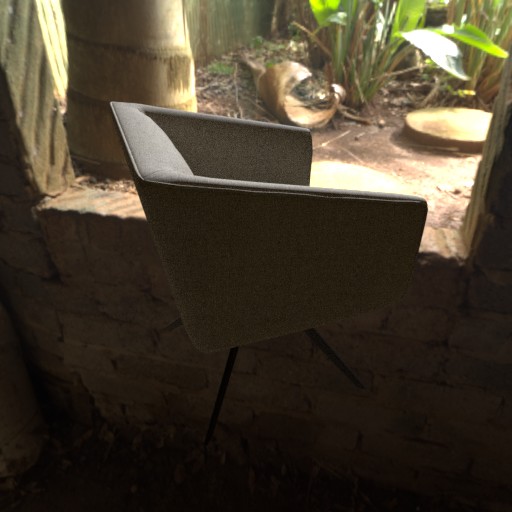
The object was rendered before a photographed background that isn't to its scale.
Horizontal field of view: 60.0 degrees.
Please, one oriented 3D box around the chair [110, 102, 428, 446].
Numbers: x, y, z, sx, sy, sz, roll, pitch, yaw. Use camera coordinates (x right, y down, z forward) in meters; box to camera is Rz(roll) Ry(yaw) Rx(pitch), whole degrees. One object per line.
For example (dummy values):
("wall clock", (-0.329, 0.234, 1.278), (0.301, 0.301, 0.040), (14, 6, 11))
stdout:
("chair", (0.000, 0.000, 1.234), (0.623, 0.760, 0.628), (-11, 33, -17))
